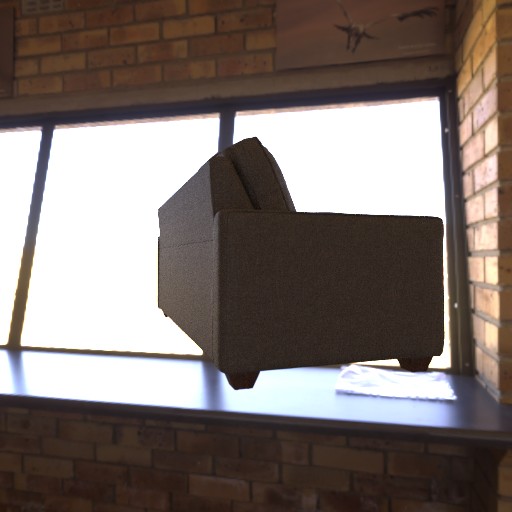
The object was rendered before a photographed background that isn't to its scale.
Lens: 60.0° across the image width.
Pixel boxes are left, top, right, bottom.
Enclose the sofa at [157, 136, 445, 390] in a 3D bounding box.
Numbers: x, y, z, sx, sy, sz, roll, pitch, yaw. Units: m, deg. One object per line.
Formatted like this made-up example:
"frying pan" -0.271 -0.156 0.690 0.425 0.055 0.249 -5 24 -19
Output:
"sofa" 0.000 0.000 2.564 0.940 0.919 2.080 0 0 -19
